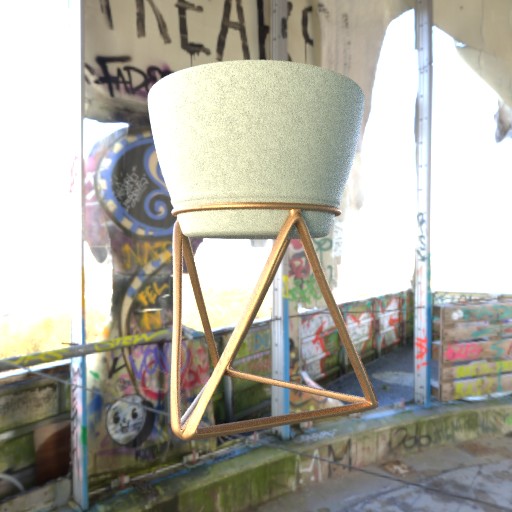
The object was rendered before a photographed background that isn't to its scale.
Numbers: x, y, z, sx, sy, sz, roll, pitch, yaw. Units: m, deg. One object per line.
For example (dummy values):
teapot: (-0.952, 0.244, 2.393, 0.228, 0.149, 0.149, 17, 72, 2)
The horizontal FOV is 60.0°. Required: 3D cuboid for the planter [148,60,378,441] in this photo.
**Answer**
planter: (0.000, 0.000, 0.740, 0.350, 0.504, 0.350, 1, 1, 37)
